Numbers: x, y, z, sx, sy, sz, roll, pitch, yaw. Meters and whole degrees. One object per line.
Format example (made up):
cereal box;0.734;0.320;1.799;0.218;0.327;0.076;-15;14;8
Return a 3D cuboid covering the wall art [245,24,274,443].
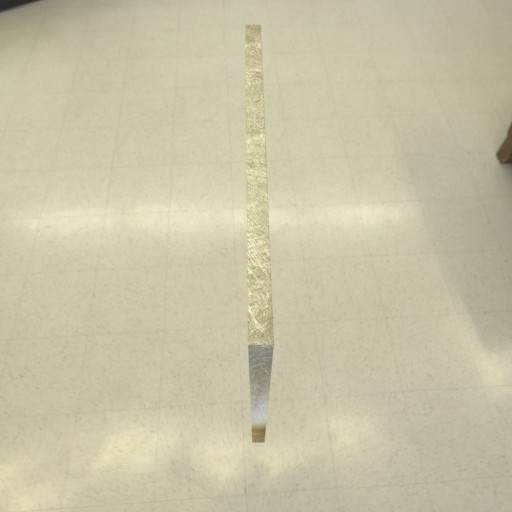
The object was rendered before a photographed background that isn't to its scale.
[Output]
wall art;0.000;0.000;1.614;0.051;1.091;1.092;-1;58;-1
